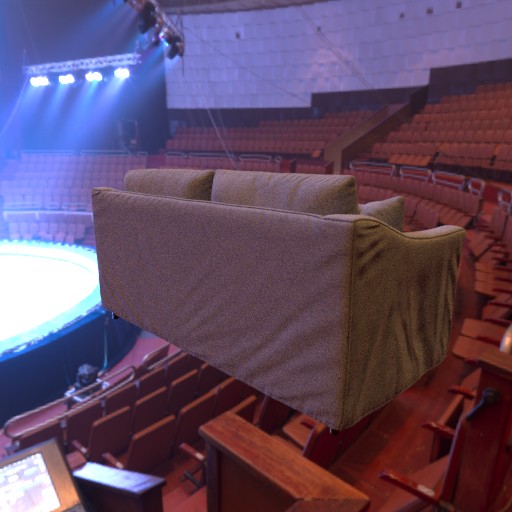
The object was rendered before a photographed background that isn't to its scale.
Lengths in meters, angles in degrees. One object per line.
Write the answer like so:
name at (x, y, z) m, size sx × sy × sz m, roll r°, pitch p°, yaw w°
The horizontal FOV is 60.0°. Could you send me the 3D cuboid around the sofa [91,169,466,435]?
sofa at (0.000, 0.000, 2.613) m, size 2.010 × 1.018 × 1.072 m, roll 13°, pitch 18°, yaw 43°
